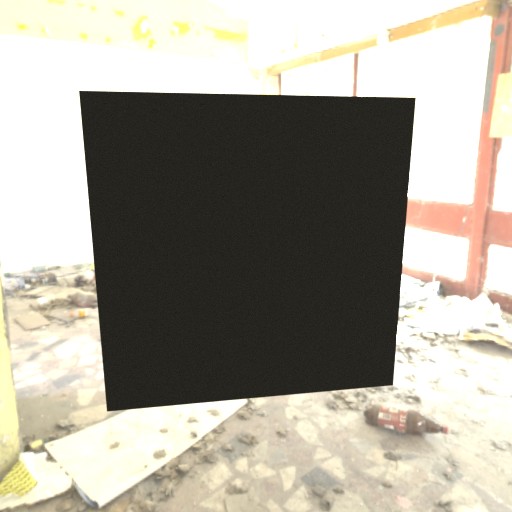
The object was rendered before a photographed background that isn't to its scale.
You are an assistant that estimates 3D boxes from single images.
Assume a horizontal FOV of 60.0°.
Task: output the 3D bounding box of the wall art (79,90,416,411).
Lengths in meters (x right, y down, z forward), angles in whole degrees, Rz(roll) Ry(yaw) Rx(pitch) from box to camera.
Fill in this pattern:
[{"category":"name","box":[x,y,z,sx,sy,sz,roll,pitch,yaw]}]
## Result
[{"category":"wall art","box":[0.000,0.000,0.669,0.462,0.458,0.030,-2,14,-9]}]
